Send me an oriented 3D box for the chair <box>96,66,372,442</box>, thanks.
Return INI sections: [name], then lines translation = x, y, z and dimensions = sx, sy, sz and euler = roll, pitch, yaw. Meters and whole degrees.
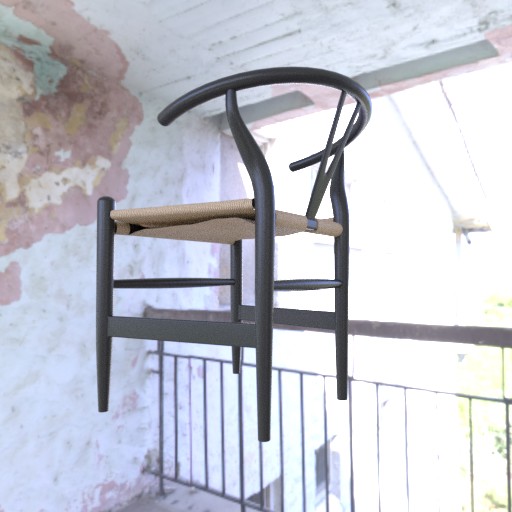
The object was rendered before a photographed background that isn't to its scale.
[chair]
translation = 0.000, 0.000, 1.112
dimensions = 0.570, 0.739, 0.570
euler = -2, -3, 36
